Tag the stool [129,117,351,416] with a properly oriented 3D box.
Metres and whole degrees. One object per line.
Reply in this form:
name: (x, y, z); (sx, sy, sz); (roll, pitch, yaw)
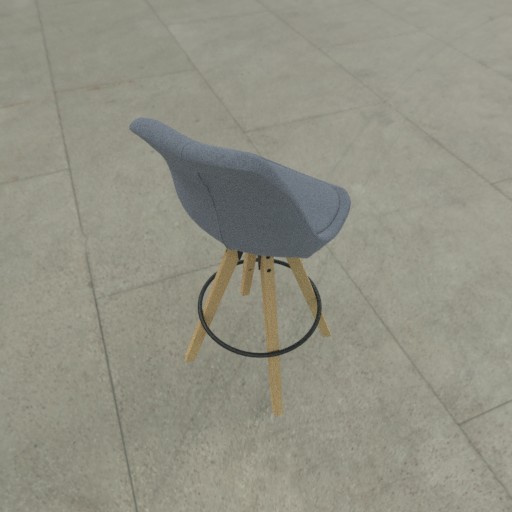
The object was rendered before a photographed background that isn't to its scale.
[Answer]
stool: (0.000, 0.000, 1.424); (0.485, 1.115, 0.550); (25, 51, 22)
